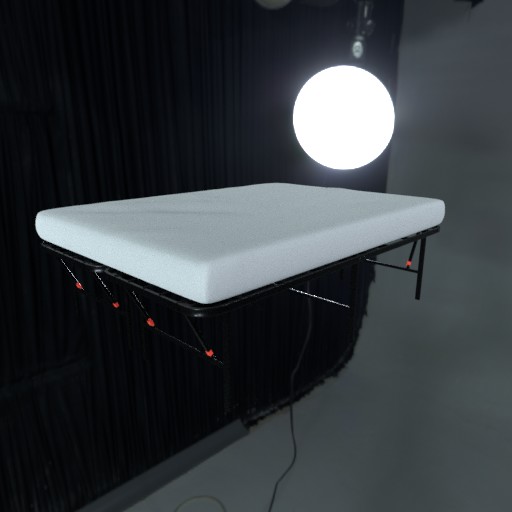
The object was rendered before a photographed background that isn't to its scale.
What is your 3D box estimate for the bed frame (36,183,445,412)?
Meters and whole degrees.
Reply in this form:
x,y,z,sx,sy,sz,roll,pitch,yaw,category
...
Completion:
x,y,z,sx,sy,sz,roll,pitch,yaw,category
0.000,0.000,2.531,1.372,0.637,1.905,15,21,42,bed frame
